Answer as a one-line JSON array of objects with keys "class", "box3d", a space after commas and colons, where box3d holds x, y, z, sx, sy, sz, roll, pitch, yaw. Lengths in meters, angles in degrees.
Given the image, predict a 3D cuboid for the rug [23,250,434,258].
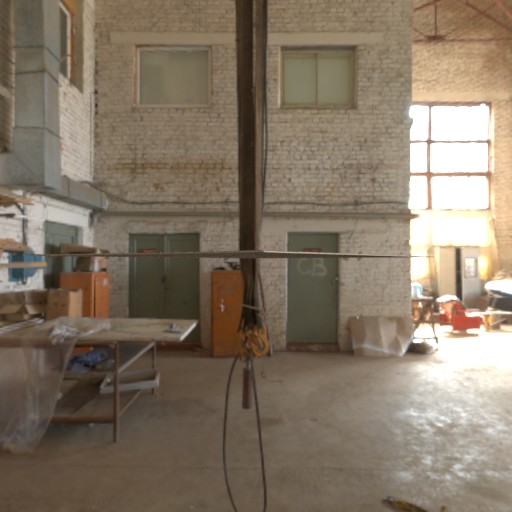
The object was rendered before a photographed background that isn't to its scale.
[{"class": "rug", "box3d": [0.000, 0.000, 4.218, 2.437, 0.015, 3.205, -1, -1, 36]}]
